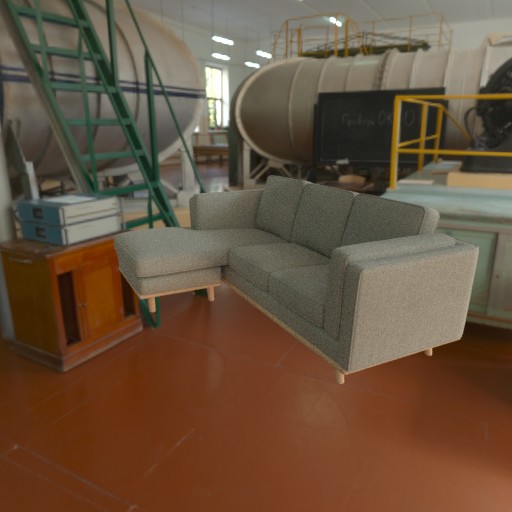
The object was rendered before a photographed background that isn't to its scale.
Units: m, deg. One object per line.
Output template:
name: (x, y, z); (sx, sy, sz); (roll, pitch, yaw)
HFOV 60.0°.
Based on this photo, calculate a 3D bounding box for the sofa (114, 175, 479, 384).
sofa: (0.000, 0.000, 3.176); (1.604, 0.929, 2.411); (-8, 18, -26)
